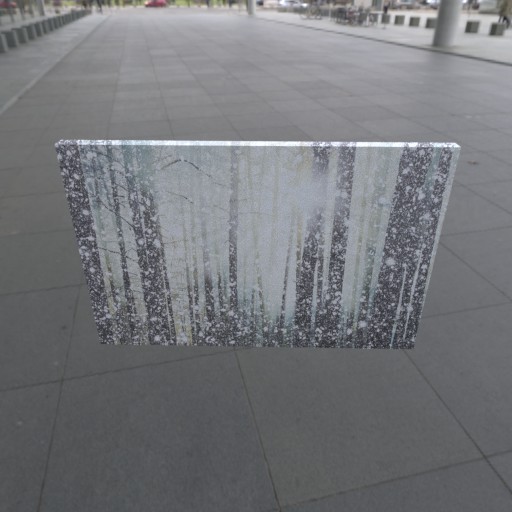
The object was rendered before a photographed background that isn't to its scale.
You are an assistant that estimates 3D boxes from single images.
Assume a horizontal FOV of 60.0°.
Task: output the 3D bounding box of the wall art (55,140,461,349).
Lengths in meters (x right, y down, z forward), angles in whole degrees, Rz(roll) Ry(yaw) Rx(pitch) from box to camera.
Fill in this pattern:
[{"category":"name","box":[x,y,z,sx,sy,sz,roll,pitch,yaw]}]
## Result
[{"category":"wall art","box":[0.000,0.000,1.168,0.919,0.598,0.038,1,30,1]}]
